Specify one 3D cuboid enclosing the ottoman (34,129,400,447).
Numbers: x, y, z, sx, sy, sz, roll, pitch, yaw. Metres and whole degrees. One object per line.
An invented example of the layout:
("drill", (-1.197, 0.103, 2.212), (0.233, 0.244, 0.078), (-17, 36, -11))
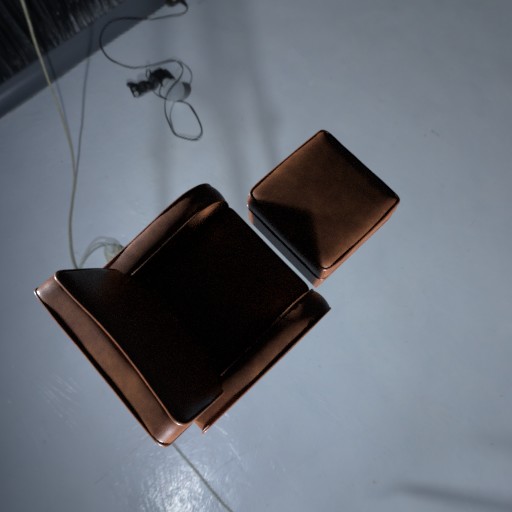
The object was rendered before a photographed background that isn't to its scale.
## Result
("ottoman", (0.000, 0.000, 1.817), (1.314, 0.904, 0.732), (-42, 79, -10))
